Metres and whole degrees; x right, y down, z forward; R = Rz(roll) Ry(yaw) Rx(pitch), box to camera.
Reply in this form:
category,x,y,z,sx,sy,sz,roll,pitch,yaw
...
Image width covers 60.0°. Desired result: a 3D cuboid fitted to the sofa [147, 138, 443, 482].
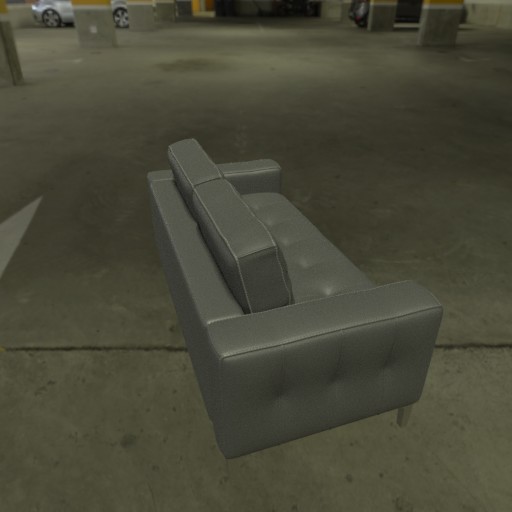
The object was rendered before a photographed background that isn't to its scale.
category,x,y,z,sx,sy,sz,roll,pitch,yaw
sofa,0.000,0.000,2.196,0.833,0.892,1.726,-10,32,-16
